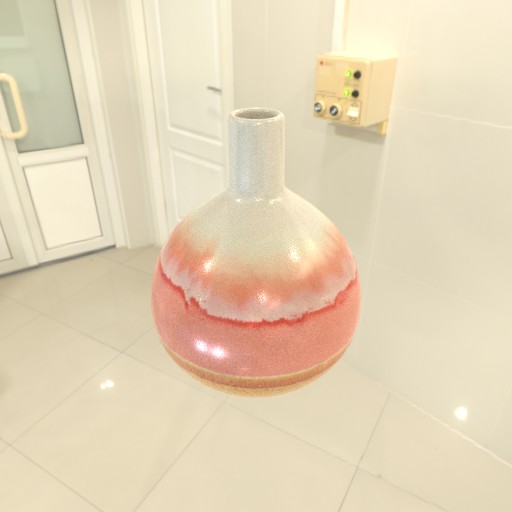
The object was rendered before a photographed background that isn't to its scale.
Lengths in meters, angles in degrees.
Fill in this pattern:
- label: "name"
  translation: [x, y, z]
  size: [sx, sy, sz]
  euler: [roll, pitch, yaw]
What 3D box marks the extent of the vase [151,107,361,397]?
- label: "vase"
  translation: [0.000, 0.000, 0.280]
  size: [0.137, 0.176, 0.137]
  euler: [0, 31, 0]
